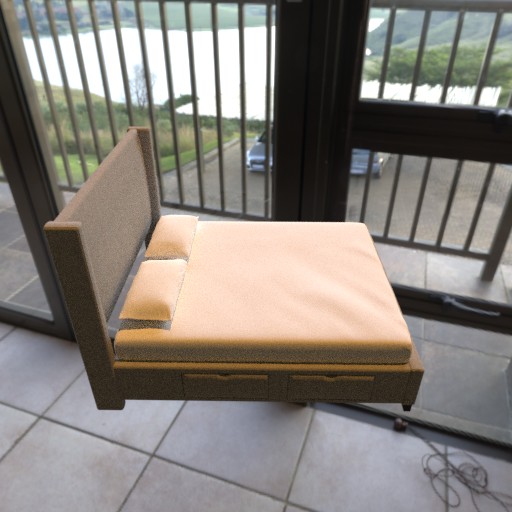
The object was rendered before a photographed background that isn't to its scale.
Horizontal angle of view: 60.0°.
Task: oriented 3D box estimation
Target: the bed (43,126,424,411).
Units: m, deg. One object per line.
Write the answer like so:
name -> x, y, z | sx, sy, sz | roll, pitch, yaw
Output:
bed -> 0.000, 0.000, 3.452 | 2.222, 1.491, 1.774 | 1, 33, 1
